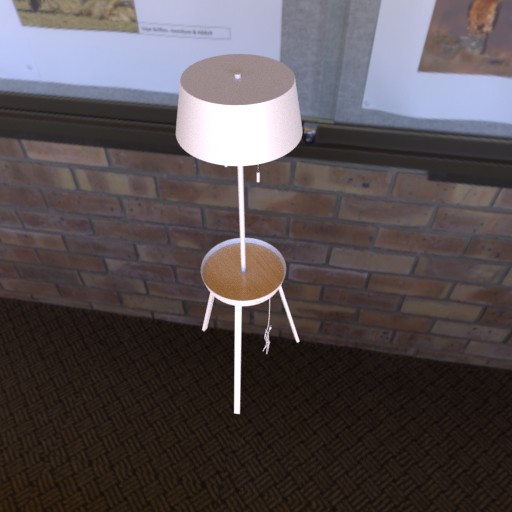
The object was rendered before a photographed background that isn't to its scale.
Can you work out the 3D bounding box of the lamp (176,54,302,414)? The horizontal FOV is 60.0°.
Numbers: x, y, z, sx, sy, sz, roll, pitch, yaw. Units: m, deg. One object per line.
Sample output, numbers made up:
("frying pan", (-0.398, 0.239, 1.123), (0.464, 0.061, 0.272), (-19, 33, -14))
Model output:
("lamp", (0.000, 0.000, 1.692), (0.468, 1.429, 0.508), (-17, 49, -15))
